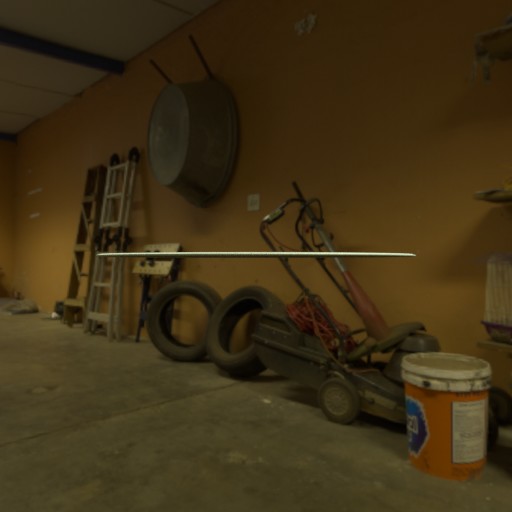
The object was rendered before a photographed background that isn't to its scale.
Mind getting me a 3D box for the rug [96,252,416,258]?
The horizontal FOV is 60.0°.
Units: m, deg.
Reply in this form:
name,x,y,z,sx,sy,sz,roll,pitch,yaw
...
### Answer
name,x,y,z,sx,sy,sz,roll,pitch,yaw
rug,0.000,0.000,2.346,1.593,0.012,1.593,0,-1,0
